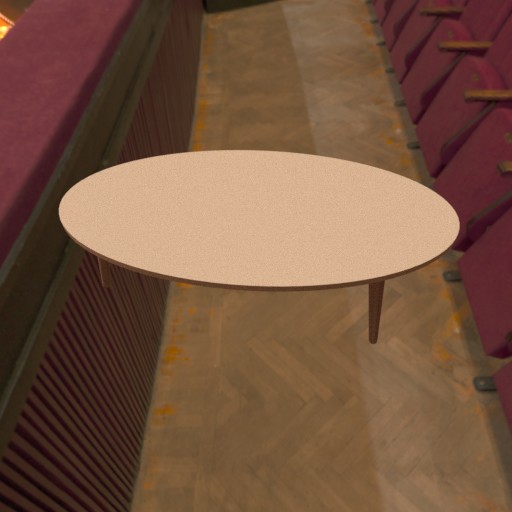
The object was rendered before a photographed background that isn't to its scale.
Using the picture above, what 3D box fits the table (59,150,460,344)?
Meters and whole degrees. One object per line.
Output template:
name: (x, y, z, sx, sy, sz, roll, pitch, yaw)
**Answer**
table: (0.000, 0.000, 1.353, 1.083, 0.390, 0.542, 3, 48, 3)
